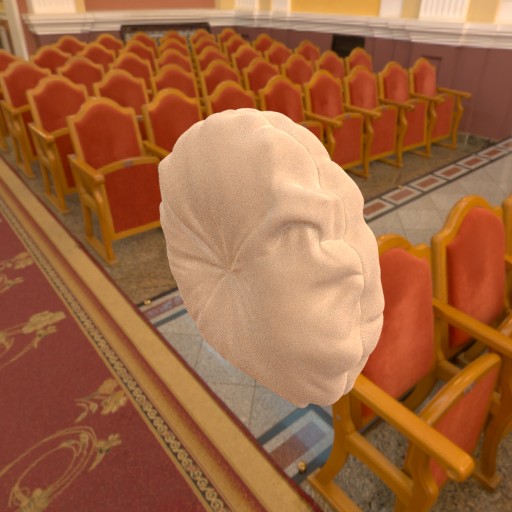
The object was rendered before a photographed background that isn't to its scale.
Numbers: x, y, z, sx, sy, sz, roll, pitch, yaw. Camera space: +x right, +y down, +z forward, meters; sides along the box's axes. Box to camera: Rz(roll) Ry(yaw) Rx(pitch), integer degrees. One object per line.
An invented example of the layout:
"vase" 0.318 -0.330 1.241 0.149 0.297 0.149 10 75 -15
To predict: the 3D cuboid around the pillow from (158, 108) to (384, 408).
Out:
"pillow" 0.000 0.000 0.643 0.148 0.407 0.428 -22 38 -32
